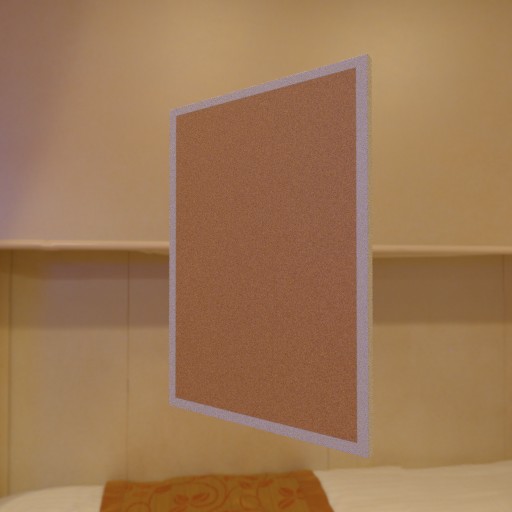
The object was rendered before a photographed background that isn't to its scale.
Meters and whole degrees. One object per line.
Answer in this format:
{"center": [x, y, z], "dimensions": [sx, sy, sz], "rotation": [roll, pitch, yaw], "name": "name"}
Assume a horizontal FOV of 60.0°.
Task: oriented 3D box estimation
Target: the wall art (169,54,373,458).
{"center": [0.000, 0.000, 0.567], "dimensions": [0.303, 0.433, 0.013], "rotation": [-1, -1, 36], "name": "wall art"}
